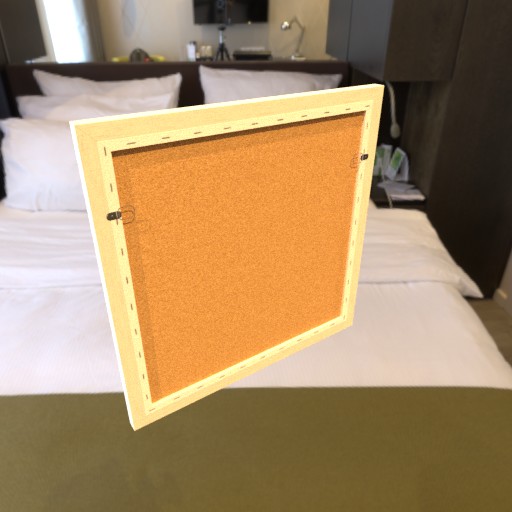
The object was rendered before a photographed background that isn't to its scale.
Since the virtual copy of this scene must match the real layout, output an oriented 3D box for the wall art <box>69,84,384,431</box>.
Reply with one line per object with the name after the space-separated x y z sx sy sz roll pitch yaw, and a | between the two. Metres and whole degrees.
0.000 0.000 1.509 1.016 1.016 0.045 -18 34 -29 | wall art
